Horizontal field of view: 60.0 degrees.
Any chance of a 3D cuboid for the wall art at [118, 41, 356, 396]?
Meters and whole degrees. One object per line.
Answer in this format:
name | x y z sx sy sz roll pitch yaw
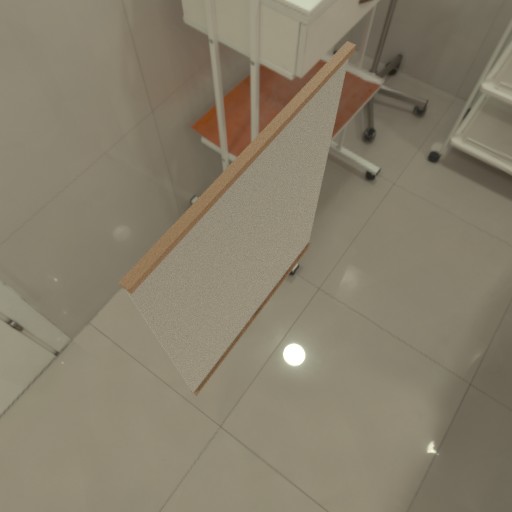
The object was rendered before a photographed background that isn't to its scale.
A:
wall art | 0.000 0.000 0.697 0.012 0.508 0.405 33 67 16
